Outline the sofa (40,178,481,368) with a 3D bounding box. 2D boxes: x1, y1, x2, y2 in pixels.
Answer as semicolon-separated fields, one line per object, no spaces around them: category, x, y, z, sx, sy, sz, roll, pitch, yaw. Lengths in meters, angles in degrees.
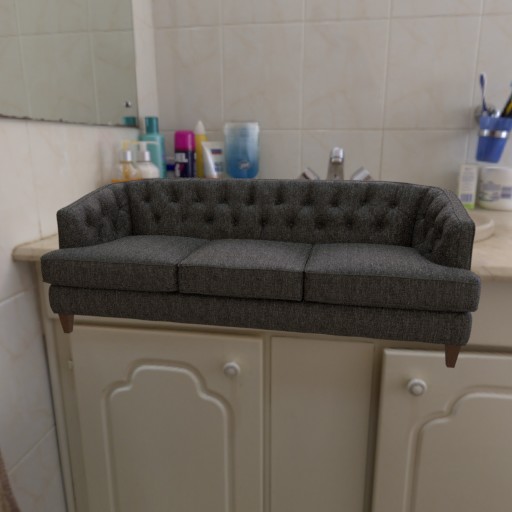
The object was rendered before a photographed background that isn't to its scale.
sofa;0.000;0.000;2.636;2.278;0.855;0.941;3;14;11
